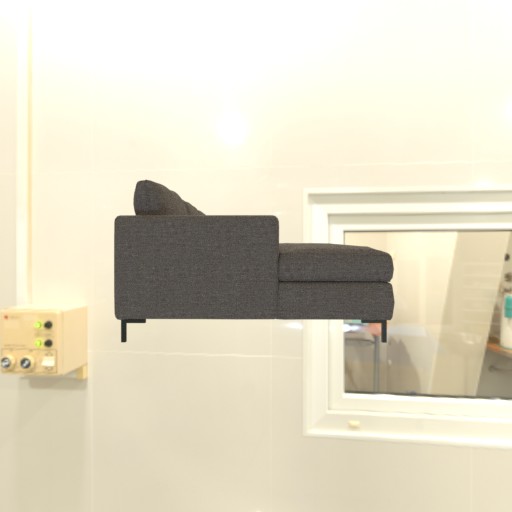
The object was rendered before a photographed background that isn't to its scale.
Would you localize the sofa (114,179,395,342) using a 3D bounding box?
[{"bbox_3d":[0.000,0.000,3.299,1.258,0.754,2.731,0,1,0],"label":"sofa"}]
